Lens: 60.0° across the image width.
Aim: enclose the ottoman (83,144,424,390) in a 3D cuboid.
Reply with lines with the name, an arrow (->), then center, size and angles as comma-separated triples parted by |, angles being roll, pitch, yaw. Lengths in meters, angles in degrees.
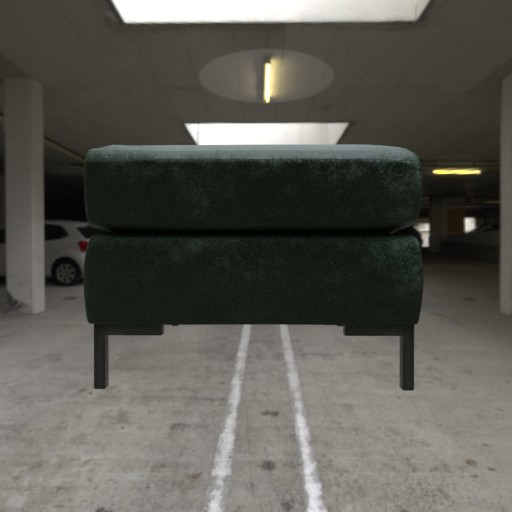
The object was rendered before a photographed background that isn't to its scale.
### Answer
ottoman -> 0.000, 0.000, 1.299 | 0.701, 0.538, 0.839 | 0, 0, 1
